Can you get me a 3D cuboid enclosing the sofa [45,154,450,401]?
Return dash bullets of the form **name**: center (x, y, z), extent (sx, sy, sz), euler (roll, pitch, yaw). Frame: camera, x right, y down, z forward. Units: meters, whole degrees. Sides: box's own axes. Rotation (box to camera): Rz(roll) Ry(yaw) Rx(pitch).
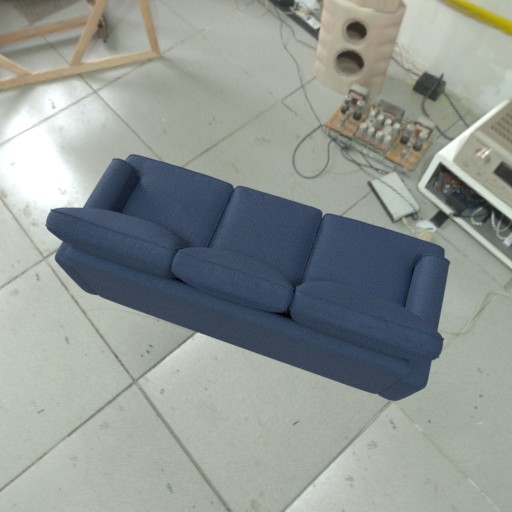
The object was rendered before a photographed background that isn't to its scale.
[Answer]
- **sofa**: center (0.000, 0.000, 2.650), extent (2.158, 0.965, 0.951), euler (18, 66, 8)
